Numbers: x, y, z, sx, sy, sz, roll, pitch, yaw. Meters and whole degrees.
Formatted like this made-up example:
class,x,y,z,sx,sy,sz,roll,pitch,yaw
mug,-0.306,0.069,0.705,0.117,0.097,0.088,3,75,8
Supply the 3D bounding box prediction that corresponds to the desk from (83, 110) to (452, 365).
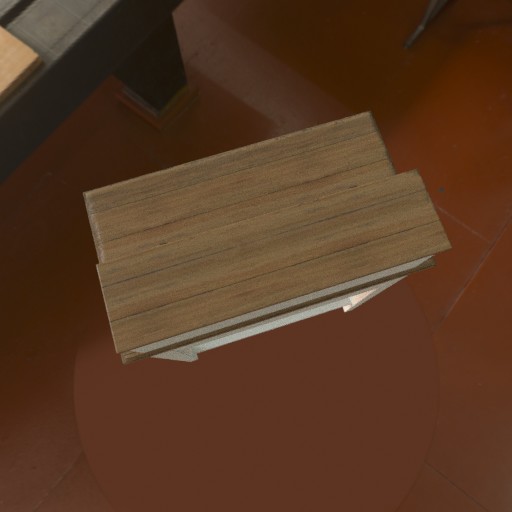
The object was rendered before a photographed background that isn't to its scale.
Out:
class,x,y,z,sx,sy,sz,roll,pitch,yaw
desk,0.000,0.000,1.427,0.814,0.981,0.462,-17,76,-4
